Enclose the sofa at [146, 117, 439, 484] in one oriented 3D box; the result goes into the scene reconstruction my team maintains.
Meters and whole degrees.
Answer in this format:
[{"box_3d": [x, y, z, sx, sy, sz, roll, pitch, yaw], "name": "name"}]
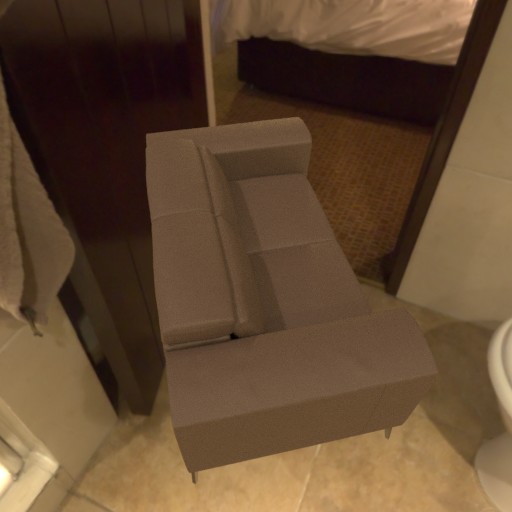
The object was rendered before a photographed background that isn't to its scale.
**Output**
[{"box_3d": [0.000, 0.000, 2.341, 1.003, 0.779, 1.895, -9, 47, -8], "name": "sofa"}]
